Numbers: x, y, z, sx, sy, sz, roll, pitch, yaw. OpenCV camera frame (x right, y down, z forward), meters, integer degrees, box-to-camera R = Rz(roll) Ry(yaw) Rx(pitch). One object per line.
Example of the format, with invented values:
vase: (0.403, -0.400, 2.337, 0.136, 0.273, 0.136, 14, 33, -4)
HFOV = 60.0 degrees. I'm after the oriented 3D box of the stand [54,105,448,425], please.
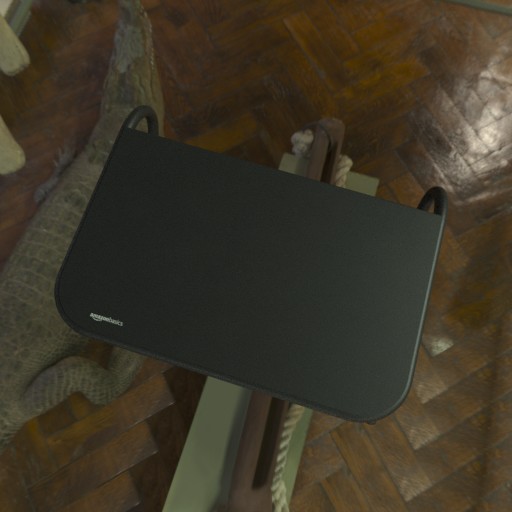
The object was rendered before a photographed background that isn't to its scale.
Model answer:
stand: (0.000, 0.000, 0.507, 0.370, 0.108, 0.280, 17, 76, 4)
